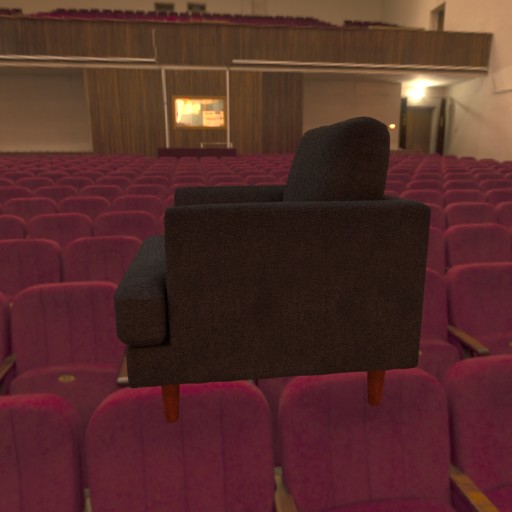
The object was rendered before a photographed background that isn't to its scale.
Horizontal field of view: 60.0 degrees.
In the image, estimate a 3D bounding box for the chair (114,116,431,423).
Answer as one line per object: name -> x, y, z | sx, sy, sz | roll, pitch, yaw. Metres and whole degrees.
chair -> 0.000, 0.000, 1.632 | 0.899, 0.957, 0.858 | -2, 13, -8
